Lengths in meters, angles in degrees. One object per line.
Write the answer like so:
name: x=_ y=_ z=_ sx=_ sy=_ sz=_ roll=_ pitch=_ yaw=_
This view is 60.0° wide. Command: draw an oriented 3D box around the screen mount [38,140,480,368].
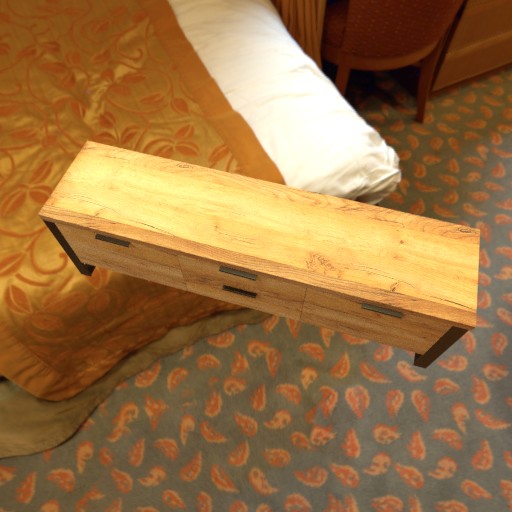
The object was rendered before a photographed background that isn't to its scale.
screen mount: x=0.000 y=0.000 z=1.762 sx=1.524 sy=0.450 sz=0.395 roll=14 pitch=60 yaw=8
